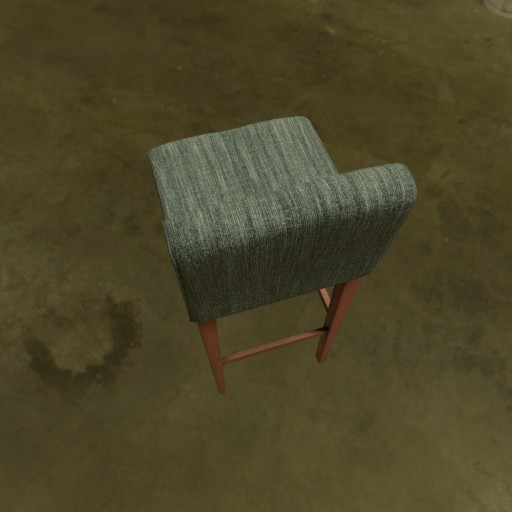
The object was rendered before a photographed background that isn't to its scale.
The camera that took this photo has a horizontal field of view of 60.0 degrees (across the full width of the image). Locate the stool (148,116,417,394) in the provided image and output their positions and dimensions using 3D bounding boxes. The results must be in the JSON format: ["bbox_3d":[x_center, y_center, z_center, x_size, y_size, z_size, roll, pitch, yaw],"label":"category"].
[{"bbox_3d":[0.000,0.000,1.217,0.426,0.965,0.499,-15,59,-9],"label":"stool"}]
